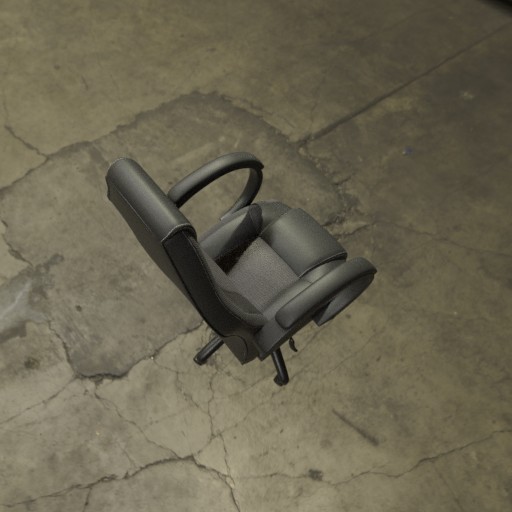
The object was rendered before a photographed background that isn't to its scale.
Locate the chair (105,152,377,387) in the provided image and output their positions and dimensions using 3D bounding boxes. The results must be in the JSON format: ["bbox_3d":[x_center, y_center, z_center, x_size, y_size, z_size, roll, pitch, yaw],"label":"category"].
[{"bbox_3d":[0.000,0.000,1.588,0.724,1.187,0.673,-34,64,-19],"label":"chair"}]
